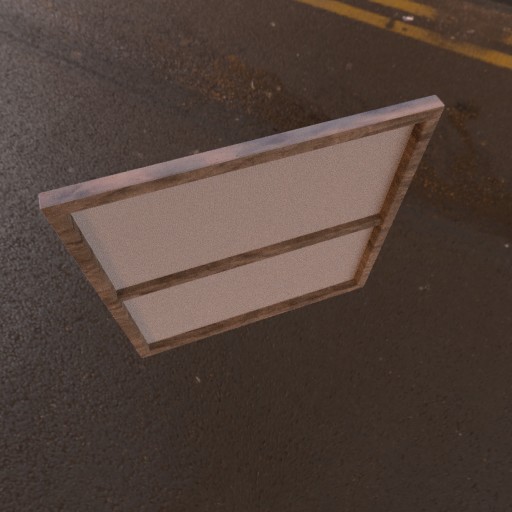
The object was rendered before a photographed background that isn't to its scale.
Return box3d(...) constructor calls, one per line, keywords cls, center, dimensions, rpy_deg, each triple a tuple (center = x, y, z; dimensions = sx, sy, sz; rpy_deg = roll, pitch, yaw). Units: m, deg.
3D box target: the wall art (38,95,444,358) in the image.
box3d(cls="wall art", center=(0.000, 0.000, 1.101), dimensions=(0.747, 0.747, 0.035), rpy_deg=(-16, 60, -10))
